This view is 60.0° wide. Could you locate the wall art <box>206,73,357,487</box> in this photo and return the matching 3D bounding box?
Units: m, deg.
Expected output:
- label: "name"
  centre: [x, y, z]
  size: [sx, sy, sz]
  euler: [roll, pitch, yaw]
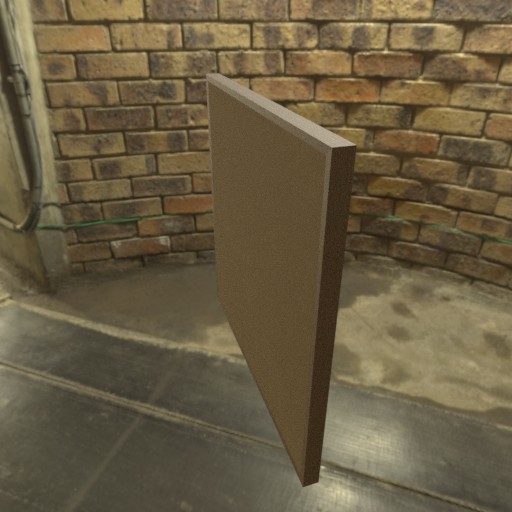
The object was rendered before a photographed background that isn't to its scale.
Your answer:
- label: "wall art"
  centre: [0.000, 0.000, 1.110]
  size: [0.038, 0.758, 0.761]
  euler: [-9, 31, -16]
